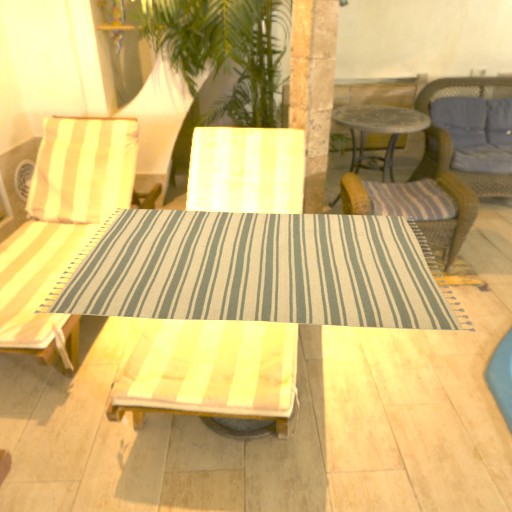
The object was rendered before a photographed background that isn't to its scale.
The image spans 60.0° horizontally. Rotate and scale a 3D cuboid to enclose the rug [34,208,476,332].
[{"bbox_3d":[0.000,0.000,2.575,2.084,0.009,1.222,2,30,3],"label":"rug"}]
